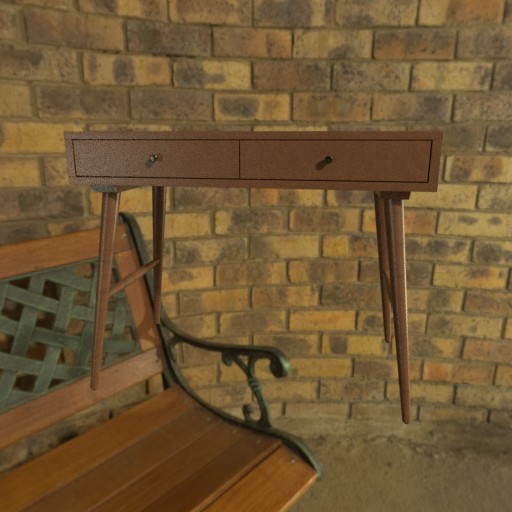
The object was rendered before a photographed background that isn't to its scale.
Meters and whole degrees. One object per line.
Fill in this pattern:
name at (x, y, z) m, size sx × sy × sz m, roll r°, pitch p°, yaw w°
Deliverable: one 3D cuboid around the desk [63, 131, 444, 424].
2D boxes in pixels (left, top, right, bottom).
desk at (0.000, 0.000, 1.405) m, size 0.949 × 0.758 × 0.510 m, roll 3°, pitch 16°, yaw 10°
